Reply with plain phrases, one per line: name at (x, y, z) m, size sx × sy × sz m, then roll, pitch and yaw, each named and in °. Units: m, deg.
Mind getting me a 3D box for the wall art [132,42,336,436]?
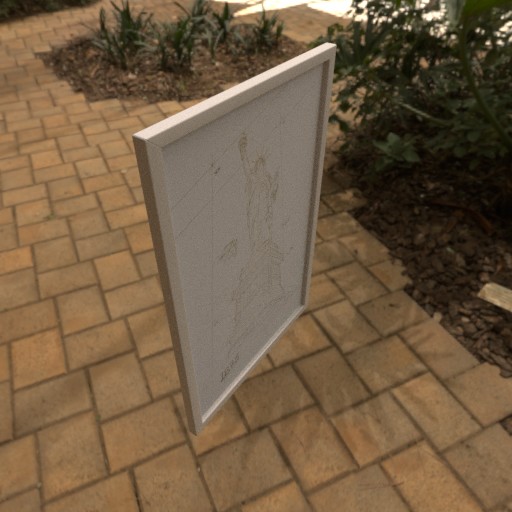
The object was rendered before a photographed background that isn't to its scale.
wall art at (0.000, 0.000, 1.042) m, size 0.026 × 0.813 × 0.556 m, roll 25°, pitch 46°, yaw 26°
